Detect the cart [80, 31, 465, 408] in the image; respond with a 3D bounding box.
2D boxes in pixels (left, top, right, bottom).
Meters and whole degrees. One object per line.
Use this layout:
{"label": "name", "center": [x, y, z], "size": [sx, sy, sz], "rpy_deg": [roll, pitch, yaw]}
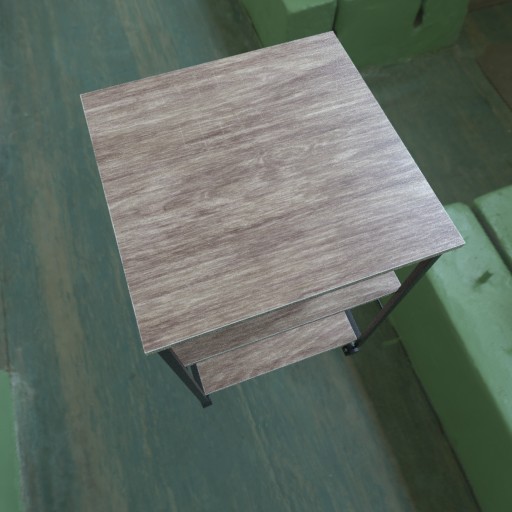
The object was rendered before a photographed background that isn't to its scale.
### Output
{"label": "cart", "center": [0.000, 0.000, 1.114], "size": [0.521, 0.762, 0.520], "rpy_deg": [-18, 66, -8]}
